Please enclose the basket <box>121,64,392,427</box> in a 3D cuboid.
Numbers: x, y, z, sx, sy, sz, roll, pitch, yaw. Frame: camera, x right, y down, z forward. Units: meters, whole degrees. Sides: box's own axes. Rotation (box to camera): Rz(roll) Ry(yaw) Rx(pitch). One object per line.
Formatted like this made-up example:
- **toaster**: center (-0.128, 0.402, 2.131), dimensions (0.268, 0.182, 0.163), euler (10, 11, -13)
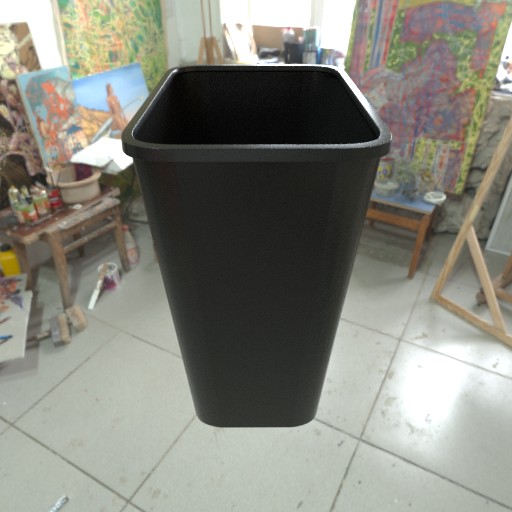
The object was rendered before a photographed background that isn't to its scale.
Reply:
- **basket**: center (0.000, 0.000, 0.738), dimensions (0.287, 0.521, 0.394), euler (0, 34, 0)
